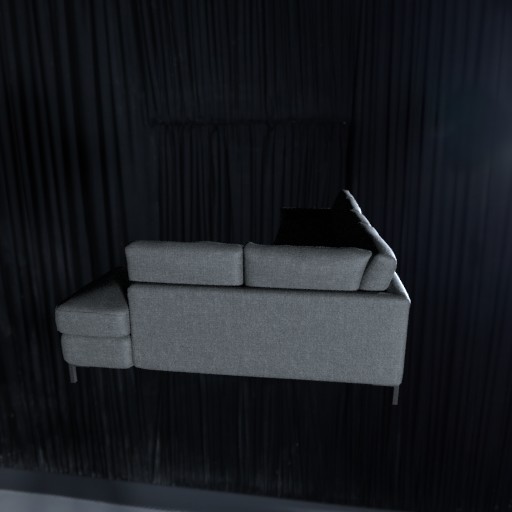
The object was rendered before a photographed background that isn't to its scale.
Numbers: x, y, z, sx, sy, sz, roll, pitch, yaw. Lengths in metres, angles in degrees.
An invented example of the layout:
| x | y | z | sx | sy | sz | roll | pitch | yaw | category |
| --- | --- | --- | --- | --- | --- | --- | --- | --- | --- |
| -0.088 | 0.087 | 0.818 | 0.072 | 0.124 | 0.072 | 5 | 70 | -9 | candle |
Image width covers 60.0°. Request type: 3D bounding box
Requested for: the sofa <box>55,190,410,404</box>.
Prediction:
| x | y | z | sx | sy | sz | roll | pitch | yaw | category |
| --- | --- | --- | --- | --- | --- | --- | --- | --- | --- |
| 0.000 | 0.000 | 3.803 | 1.984 | 0.858 | 2.972 | 2 | 15 | 7 | sofa |
